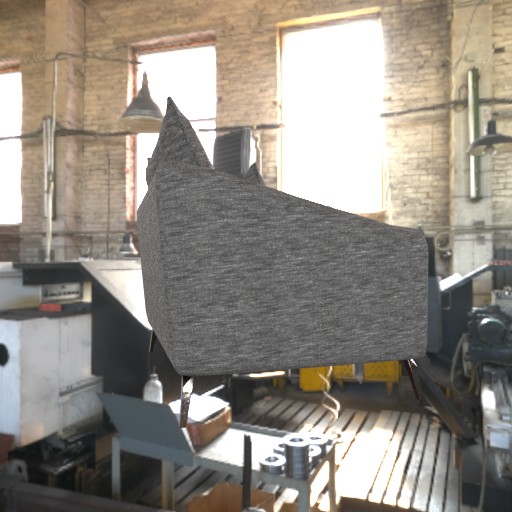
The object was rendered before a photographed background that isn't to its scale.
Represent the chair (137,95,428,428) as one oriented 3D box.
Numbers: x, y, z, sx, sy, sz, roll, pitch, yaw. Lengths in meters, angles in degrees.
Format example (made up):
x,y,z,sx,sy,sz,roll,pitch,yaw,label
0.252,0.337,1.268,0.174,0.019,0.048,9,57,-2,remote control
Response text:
x,y,z,sx,sy,sz,roll,pitch,yaw,label
0.000,0.000,1.634,0.805,0.842,1.004,0,0,-18,chair
